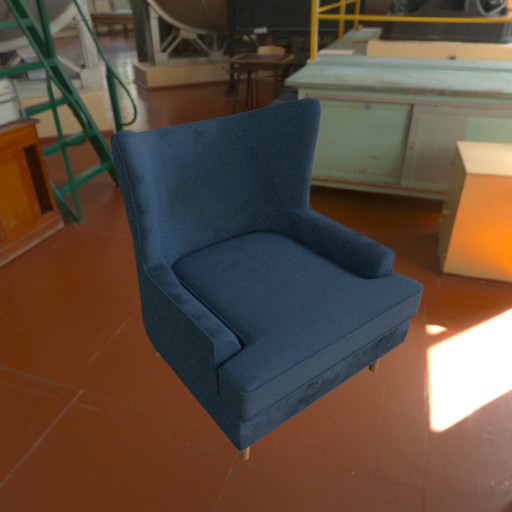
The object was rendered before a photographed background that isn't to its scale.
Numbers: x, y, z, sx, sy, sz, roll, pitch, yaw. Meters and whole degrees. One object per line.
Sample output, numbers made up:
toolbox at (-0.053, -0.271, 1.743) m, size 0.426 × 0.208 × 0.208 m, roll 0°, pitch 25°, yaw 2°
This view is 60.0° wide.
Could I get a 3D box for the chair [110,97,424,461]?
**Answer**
chair at (0.000, 0.000, 1.588) m, size 0.793 × 0.952 × 0.910 m, roll -22°, pitch 38°, yaw -31°
